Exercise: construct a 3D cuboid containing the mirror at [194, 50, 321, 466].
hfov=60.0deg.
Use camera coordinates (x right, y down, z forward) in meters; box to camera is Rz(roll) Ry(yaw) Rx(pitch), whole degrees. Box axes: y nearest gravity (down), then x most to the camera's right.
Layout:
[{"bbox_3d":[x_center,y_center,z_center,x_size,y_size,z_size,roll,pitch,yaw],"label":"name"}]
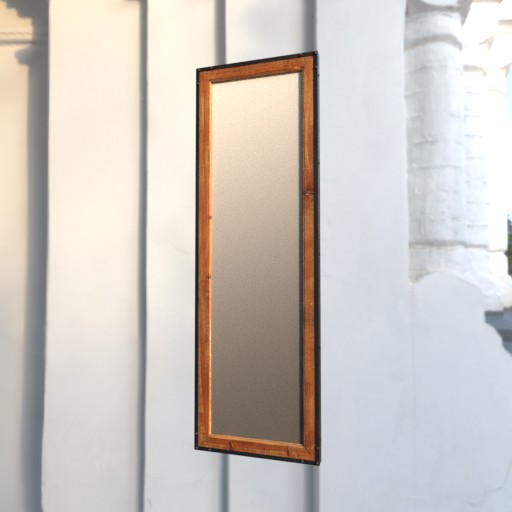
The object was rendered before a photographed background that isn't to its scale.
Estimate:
[{"bbox_3d":[0.000,0.000,1.213,0.354,1.080,0.042,-1,-2,17],"label":"mirror"}]
